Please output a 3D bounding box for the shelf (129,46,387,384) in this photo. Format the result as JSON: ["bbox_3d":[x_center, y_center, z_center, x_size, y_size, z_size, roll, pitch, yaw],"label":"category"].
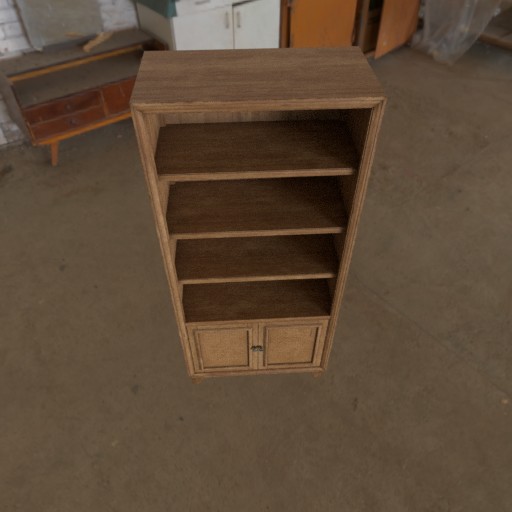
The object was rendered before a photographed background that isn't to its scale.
[{"bbox_3d":[0.000,0.000,2.318,0.864,1.930,0.453,-2,46,-2],"label":"shelf"}]
